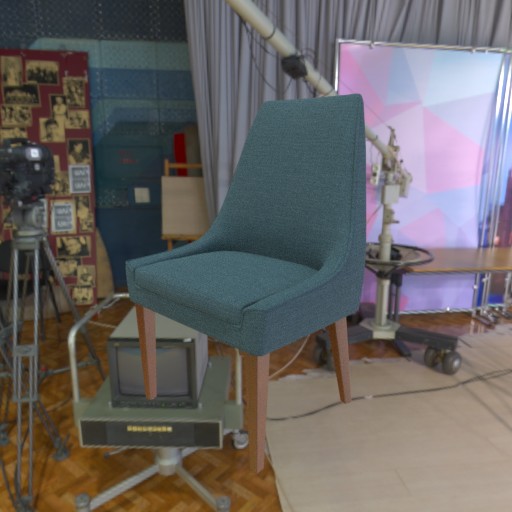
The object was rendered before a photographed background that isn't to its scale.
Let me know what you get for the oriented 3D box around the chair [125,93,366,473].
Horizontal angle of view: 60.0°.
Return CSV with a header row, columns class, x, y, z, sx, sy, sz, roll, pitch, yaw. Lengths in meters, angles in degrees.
class,x,y,z,sx,sy,sz,roll,pitch,yaw
chair,0.000,0.000,1.227,0.529,0.861,0.544,13,19,42
